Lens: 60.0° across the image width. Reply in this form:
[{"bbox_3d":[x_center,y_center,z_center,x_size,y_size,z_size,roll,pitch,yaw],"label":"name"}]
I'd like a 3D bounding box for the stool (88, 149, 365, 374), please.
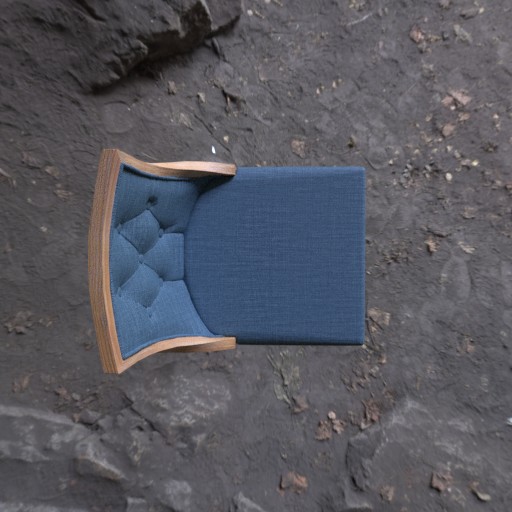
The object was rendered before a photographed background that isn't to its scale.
[{"bbox_3d":[0.000,0.000,1.315,0.626,0.938,0.524,0,91,2],"label":"stool"}]
